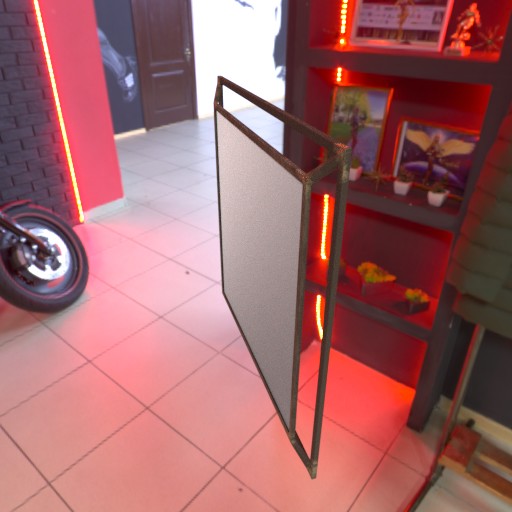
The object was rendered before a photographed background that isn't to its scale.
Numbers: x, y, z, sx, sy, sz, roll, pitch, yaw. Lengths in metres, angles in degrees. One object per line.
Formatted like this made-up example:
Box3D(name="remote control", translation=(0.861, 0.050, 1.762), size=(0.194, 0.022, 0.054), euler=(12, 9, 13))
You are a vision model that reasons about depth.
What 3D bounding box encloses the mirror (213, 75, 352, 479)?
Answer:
Box3D(name="mirror", translation=(0.000, 0.000, 0.906), size=(0.032, 0.610, 0.610), euler=(-9, 31, -16))
